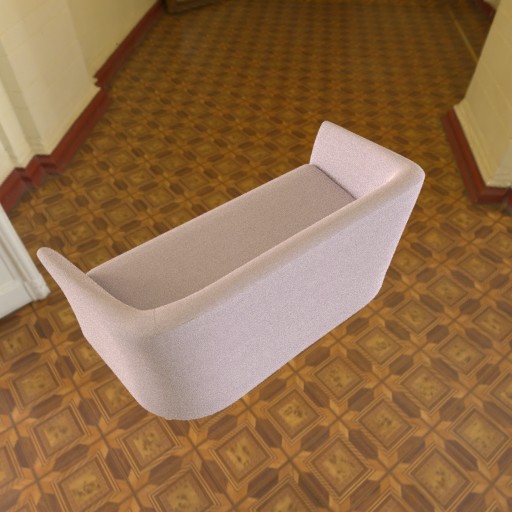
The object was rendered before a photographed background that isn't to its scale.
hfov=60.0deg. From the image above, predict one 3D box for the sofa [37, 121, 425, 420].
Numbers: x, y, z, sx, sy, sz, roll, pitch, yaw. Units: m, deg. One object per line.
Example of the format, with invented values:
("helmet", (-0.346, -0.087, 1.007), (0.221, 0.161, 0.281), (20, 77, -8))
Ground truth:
("sofa", (0.000, 0.000, 1.849), (1.452, 0.721, 0.705), (-30, 53, -26))
